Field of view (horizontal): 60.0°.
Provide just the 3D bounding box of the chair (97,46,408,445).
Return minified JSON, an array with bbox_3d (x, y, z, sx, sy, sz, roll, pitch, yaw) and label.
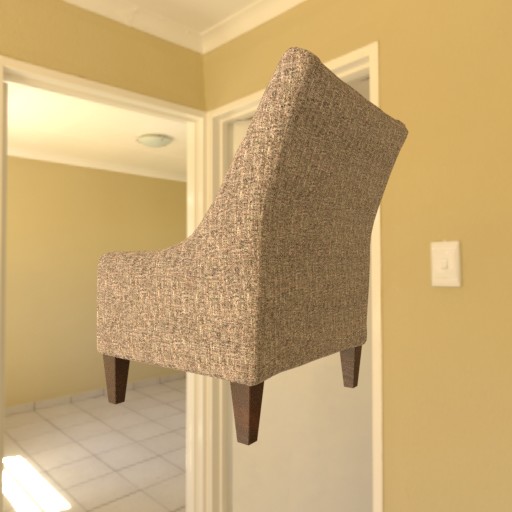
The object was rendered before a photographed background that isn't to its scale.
[{"bbox_3d":[0.000,0.000,1.598,0.870,1.014,0.774,-1,-1,36],"label":"chair"}]
